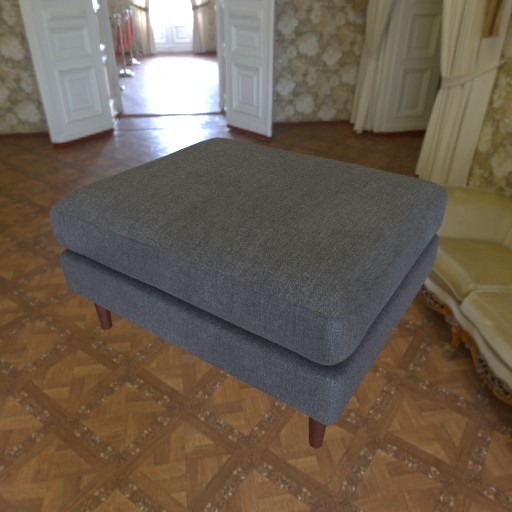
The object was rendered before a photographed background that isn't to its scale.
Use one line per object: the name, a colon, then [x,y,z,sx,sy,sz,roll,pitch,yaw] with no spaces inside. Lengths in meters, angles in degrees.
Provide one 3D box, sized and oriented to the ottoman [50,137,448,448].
ottoman: [0.000,0.000,1.238,0.821,0.474,0.693,20,36,29]
